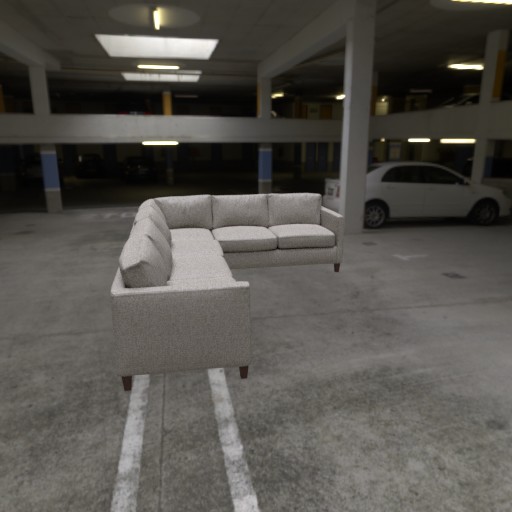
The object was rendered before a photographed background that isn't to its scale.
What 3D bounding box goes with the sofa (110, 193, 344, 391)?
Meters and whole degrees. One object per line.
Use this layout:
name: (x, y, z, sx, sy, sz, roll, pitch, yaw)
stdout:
sofa: (0.000, 0.000, 4.628, 2.593, 0.947, 3.302, -3, 15, -11)
